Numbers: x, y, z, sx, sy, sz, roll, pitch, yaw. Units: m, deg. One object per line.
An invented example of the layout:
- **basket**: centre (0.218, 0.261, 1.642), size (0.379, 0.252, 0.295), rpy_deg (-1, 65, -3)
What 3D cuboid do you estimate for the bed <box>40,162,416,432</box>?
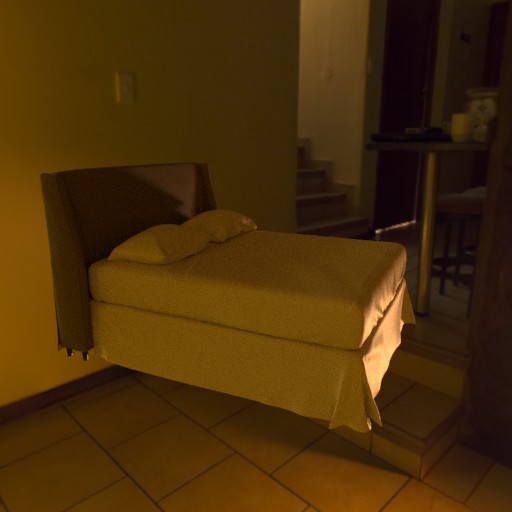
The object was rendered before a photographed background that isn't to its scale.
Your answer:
- **bed**: centre (0.000, 0.000, 3.410), size (2.276, 1.332, 1.925), rpy_deg (7, 16, 25)
